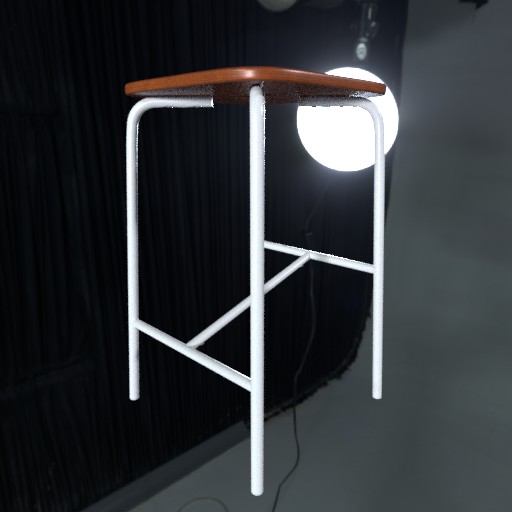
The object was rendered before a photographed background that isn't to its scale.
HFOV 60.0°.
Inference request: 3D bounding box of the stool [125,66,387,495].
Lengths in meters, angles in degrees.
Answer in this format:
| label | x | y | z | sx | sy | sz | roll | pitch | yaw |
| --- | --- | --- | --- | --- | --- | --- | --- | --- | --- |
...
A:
| label | x | y | z | sx | sy | sz | roll | pitch | yaw |
| --- | --- | --- | --- | --- | --- | --- | --- | --- | --- |
| stool | 0.000 | 0.000 | 0.844 | 0.376 | 0.610 | 0.376 | 15 | 21 | 43 |
